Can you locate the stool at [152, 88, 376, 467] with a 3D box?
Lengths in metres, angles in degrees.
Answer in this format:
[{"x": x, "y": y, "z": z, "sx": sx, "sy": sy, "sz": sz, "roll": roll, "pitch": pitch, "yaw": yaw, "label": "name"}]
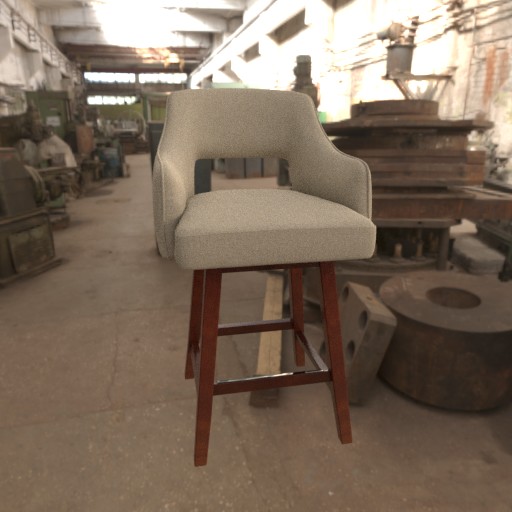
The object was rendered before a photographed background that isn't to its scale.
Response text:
[{"x": 0.000, "y": 0.000, "z": 1.261, "sx": 0.550, "sy": 0.936, "sz": 0.560, "roll": -3, "pitch": 17, "yaw": -12, "label": "stool"}]
